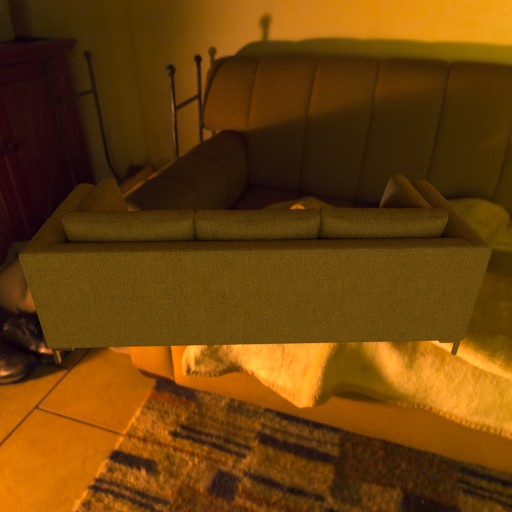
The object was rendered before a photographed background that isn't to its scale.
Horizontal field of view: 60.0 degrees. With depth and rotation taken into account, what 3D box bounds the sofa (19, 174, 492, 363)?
[{"bbox_3d":[0.000,0.000,2.819,2.415,0.867,0.969,-1,31,-1],"label":"sofa"}]
